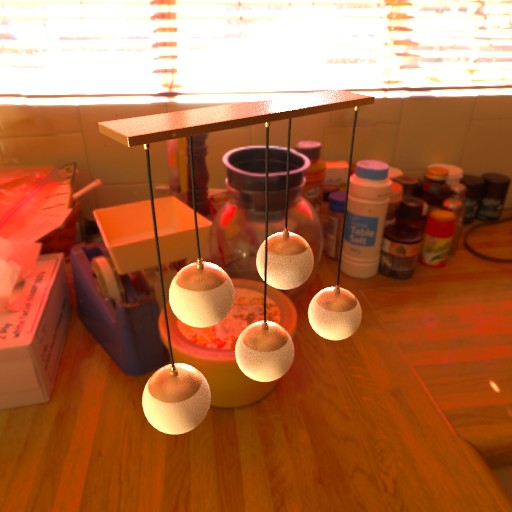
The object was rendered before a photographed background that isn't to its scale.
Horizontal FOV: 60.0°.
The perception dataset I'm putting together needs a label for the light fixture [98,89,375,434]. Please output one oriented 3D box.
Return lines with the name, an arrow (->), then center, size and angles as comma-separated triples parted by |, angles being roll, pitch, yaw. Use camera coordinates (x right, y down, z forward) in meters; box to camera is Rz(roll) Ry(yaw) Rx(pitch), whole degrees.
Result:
light fixture -> 0.000, 0.000, 1.346 | 0.863, 0.869, 0.299 | -21, 35, -33
